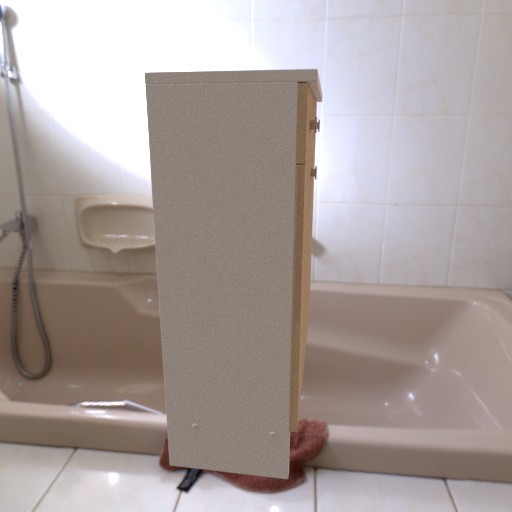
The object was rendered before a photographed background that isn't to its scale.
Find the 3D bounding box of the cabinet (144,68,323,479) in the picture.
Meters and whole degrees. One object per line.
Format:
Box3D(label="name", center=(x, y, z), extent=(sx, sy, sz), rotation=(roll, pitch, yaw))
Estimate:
Box3D(label="cabinet", center=(0.000, 0.000, 1.136), extent=(0.296, 0.815, 0.600), rotation=(3, 16, 9))
